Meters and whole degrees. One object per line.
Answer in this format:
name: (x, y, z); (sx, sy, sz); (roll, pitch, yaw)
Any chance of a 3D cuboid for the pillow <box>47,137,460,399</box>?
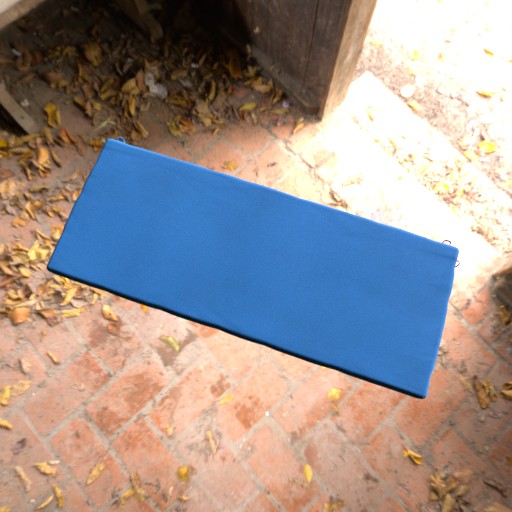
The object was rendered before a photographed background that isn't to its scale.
pillow: (0.000, 0.000, 1.334); (1.187, 0.081, 0.492); (18, 76, 5)
